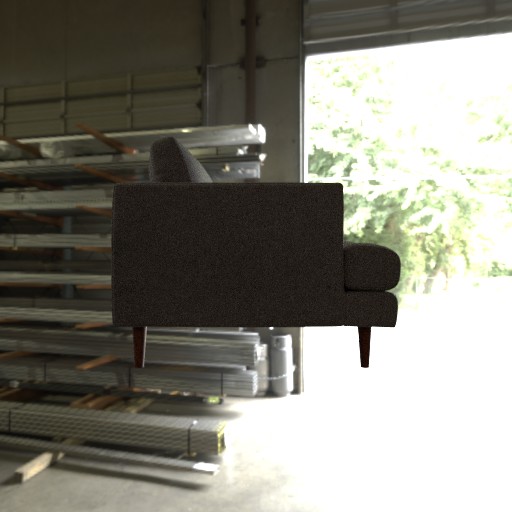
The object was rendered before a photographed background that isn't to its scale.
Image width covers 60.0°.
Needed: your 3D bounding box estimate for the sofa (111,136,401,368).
[{"bbox_3d":[0.000,0.000,2.511,1.020,0.868,1.948,0,-2,0],"label":"sofa"}]
